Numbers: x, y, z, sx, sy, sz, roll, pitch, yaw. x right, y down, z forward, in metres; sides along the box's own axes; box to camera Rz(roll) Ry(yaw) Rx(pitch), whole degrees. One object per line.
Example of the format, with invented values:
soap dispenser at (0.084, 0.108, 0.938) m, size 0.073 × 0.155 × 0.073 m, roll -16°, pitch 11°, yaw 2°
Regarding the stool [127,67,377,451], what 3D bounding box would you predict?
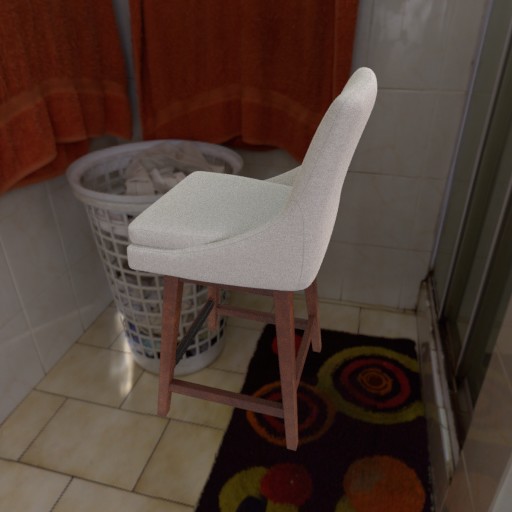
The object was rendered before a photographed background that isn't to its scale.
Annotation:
stool at (0.000, 0.000, 1.285) m, size 0.559 × 0.991 × 0.469 m, roll 8°, pitch 31°, yaw 14°
